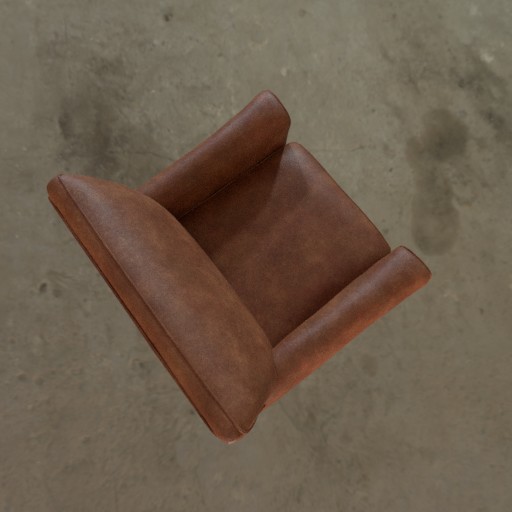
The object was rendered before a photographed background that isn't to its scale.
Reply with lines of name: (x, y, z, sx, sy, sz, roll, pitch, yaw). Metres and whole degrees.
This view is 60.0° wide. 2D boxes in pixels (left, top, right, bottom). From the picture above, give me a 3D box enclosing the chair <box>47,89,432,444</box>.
chair: (0.000, 0.000, 1.587, 0.823, 0.943, 0.870, -37, 79, -9)
